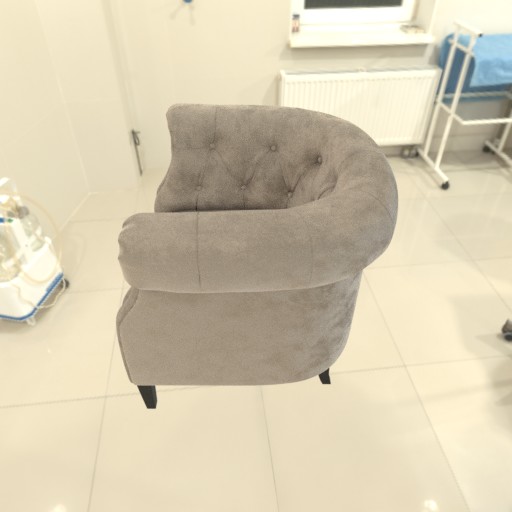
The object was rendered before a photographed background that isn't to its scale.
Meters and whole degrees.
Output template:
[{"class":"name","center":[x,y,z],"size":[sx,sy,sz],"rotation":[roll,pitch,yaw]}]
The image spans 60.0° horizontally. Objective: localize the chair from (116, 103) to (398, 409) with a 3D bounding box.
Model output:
[{"class":"chair","center":[0.000,0.000,1.591],"size":[0.851,0.826,0.904],"rotation":[0,40,0]}]
